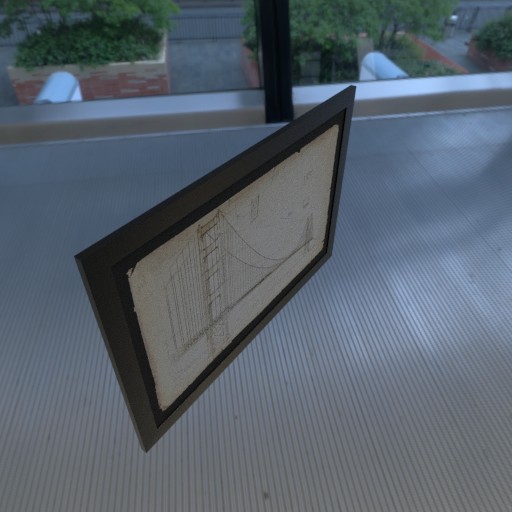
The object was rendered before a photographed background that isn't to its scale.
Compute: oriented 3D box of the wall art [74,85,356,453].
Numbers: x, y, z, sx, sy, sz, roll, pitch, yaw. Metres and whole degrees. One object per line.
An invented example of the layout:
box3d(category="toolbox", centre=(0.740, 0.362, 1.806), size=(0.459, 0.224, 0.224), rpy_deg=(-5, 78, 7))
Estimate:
box3d(category="wall art", centre=(0.000, 0.000, 0.833), size=(0.013, 0.447, 0.660), rpy_deg=(26, 47, 27))
